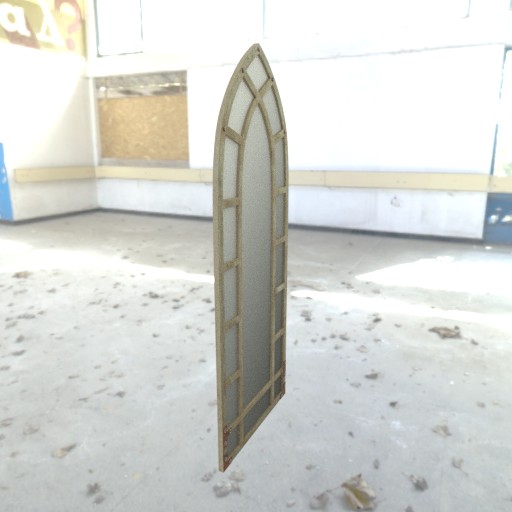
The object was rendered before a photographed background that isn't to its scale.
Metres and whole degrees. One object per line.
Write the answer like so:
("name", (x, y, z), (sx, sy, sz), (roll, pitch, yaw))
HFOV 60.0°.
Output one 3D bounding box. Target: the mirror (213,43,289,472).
("mirror", (0.000, 0.000, 1.332), (0.025, 1.175, 0.464), (7, 16, 25))
